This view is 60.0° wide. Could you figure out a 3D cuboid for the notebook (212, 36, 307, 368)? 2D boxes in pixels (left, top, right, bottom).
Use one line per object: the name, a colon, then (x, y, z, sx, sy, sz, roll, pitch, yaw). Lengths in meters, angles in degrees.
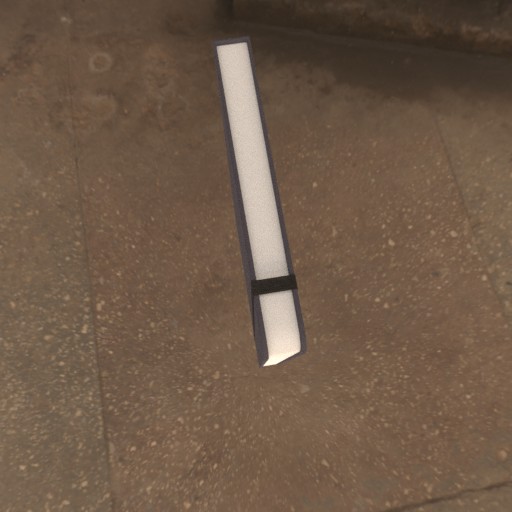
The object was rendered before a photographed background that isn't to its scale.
notebook: (0.000, 0.000, 0.265, 0.016, 0.213, 0.127, -9, 75, -2)
